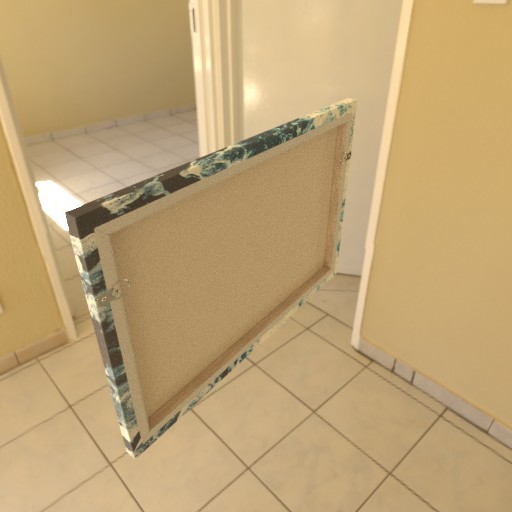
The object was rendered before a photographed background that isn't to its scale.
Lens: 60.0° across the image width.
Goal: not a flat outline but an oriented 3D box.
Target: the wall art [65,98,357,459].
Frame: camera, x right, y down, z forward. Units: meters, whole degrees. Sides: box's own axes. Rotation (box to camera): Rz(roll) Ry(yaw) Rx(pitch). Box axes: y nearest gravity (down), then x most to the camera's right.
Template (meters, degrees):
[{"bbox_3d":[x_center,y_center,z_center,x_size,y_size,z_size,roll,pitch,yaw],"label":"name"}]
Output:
[{"bbox_3d":[0.000,0.000,1.892,0.055,1.017,1.524,23,39,31],"label":"wall art"}]
